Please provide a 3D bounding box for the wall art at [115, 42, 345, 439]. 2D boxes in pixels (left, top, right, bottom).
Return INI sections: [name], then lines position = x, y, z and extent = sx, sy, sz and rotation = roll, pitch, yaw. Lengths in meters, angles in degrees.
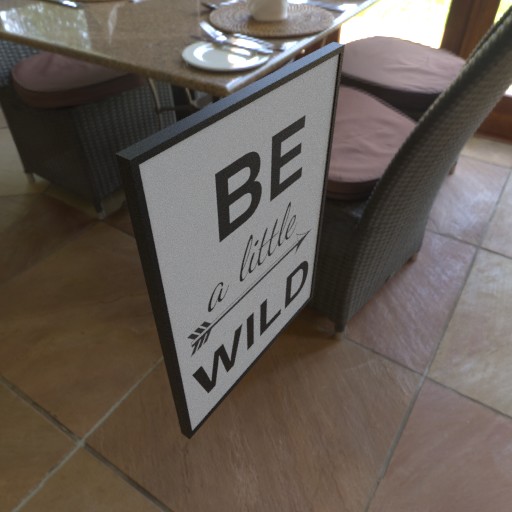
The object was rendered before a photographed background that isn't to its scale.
[wall art]
position = 0.000, 0.000, 1.388
extent = 0.038, 1.062, 0.806
rotation = 26, 48, 26
